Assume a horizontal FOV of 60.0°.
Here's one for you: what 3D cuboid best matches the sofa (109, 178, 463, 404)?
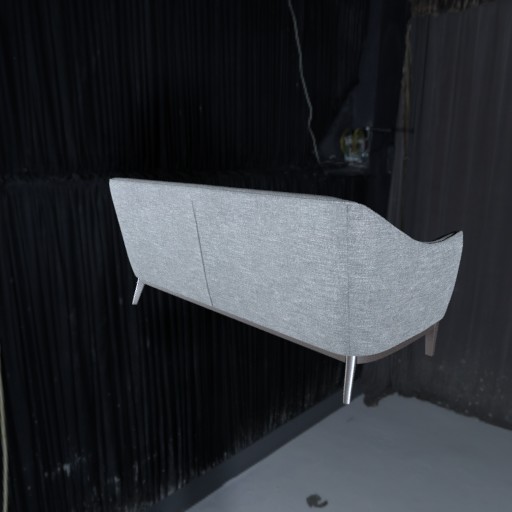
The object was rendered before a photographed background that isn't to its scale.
[{"bbox_3d":[0.000,0.000,2.460,0.867,0.829,1.928,-13,19,-43],"label":"sofa"}]
